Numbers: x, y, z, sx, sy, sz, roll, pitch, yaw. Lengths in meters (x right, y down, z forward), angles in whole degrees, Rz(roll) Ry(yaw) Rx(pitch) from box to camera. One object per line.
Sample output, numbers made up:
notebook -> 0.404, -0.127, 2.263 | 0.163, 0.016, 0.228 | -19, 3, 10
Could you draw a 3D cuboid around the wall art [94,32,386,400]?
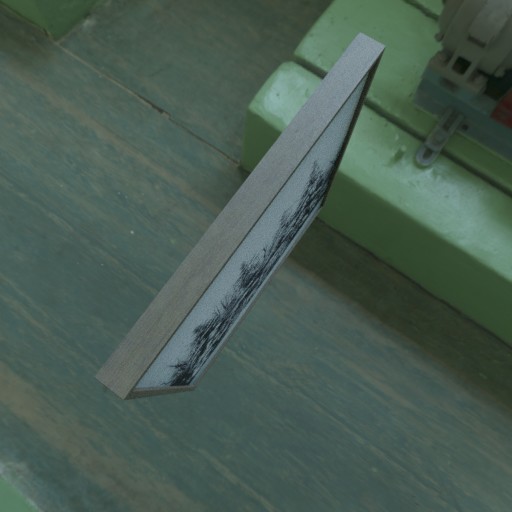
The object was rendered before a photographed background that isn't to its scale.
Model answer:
wall art -> 0.000, 0.000, 0.736 | 0.037, 0.507, 0.507 | 34, 77, 9
